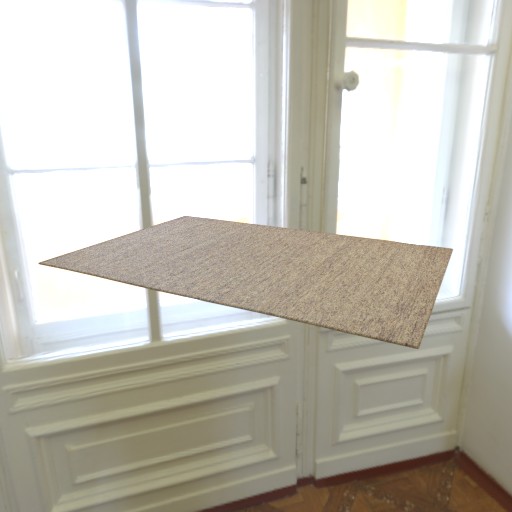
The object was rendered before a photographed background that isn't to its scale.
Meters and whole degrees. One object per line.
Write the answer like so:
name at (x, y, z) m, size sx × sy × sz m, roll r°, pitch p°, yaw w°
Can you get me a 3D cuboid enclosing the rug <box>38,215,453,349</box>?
rug at (0.000, 0.000, 2.931) m, size 2.283 × 0.013 × 1.547 m, roll 9°, pitch 20°, yaw 26°
